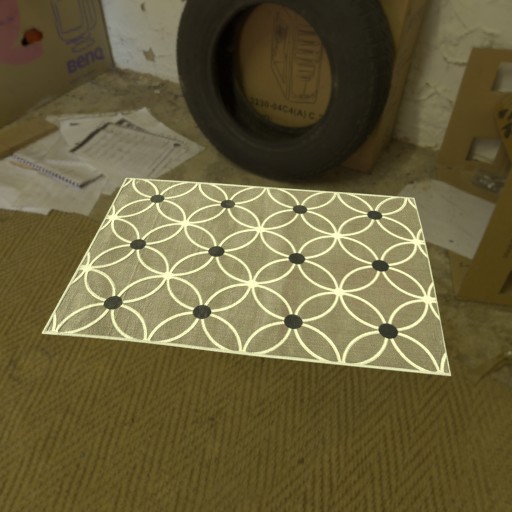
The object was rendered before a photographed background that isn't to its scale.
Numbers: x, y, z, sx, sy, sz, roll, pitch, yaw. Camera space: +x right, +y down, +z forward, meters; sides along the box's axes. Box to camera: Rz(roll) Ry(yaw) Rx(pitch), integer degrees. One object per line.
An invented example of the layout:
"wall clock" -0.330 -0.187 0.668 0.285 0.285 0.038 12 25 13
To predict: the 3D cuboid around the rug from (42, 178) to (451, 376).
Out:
"rug" 0.000 0.000 2.961 2.284 0.008 1.522 5 46 5
